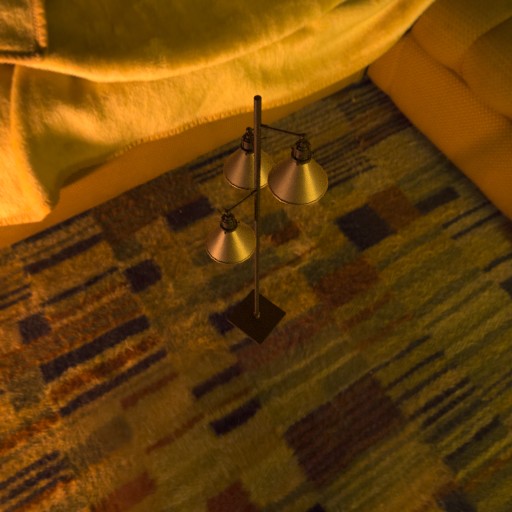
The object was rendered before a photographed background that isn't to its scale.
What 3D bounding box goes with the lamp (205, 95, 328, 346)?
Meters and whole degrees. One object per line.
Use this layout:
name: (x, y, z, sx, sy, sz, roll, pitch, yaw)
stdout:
lamp: (0.000, 0.000, 1.925, 0.428, 1.716, 0.415, 35, 68, 17)
